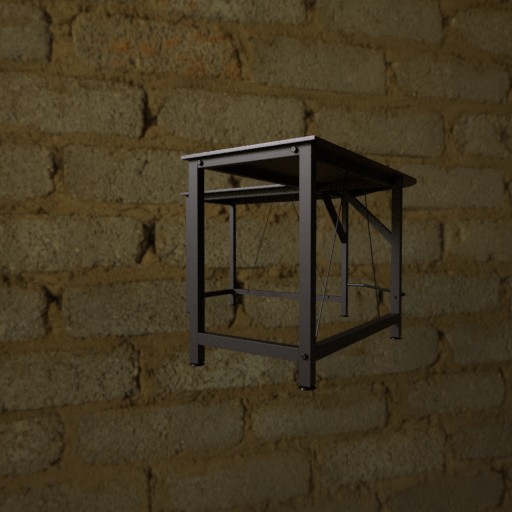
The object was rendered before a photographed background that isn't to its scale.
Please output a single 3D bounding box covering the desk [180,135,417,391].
[{"bbox_3d":[0.000,0.000,2.277,1.400,0.762,1.400,1,2,35],"label":"desk"}]
